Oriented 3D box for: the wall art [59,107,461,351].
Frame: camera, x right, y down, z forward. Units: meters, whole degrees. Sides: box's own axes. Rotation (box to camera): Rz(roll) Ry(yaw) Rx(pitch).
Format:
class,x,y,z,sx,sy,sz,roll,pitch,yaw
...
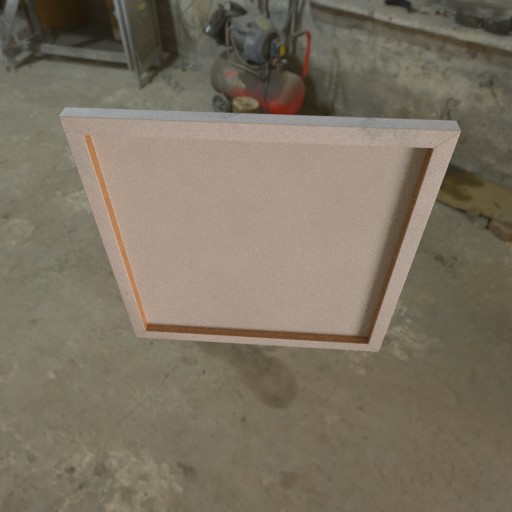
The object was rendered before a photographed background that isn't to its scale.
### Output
class,x,y,z,sx,sy,sz,roll,pitch,yaw
wall art,0.000,0.000,1.123,0.762,0.762,0.038,3,46,3
